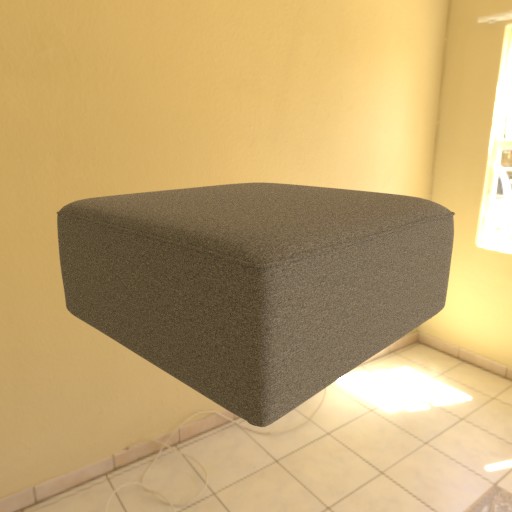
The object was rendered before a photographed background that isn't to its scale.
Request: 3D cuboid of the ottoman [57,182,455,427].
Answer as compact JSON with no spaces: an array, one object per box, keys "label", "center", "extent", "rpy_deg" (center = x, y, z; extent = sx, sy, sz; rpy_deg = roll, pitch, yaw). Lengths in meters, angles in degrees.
[{"label":"ottoman","center":[0.000,0.000,1.588],"extent":[1.015,0.464,1.005],"rpy_deg":[14,20,42]}]
